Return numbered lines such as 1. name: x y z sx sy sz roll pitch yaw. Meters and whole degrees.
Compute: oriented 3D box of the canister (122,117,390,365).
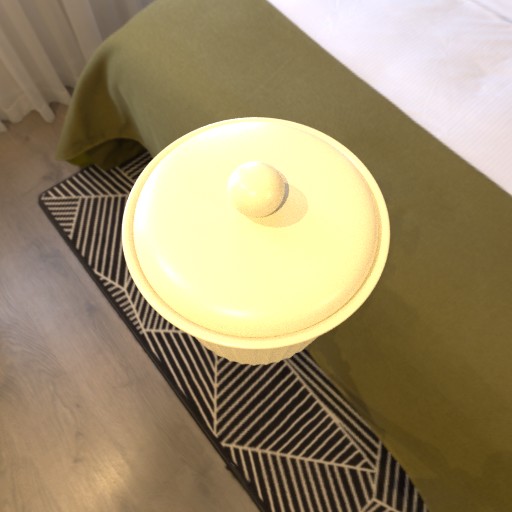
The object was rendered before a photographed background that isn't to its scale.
1. canister: 0.000 0.000 0.354 0.181 0.211 0.181 0 63 0
